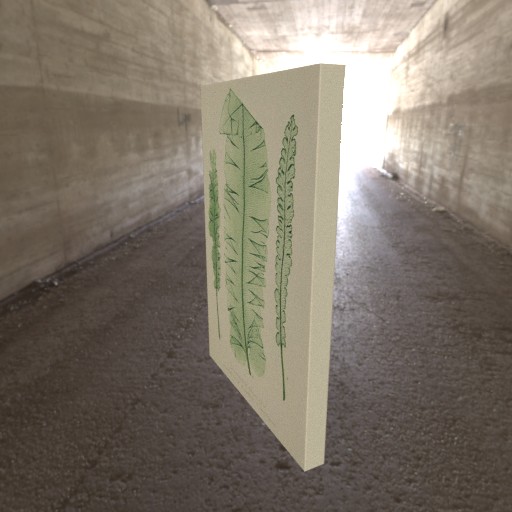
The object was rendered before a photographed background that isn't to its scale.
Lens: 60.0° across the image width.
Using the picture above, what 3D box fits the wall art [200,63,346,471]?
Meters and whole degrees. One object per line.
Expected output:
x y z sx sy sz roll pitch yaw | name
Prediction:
0.000 0.000 0.813 0.038 0.608 0.418 -9 19 -26 | wall art
